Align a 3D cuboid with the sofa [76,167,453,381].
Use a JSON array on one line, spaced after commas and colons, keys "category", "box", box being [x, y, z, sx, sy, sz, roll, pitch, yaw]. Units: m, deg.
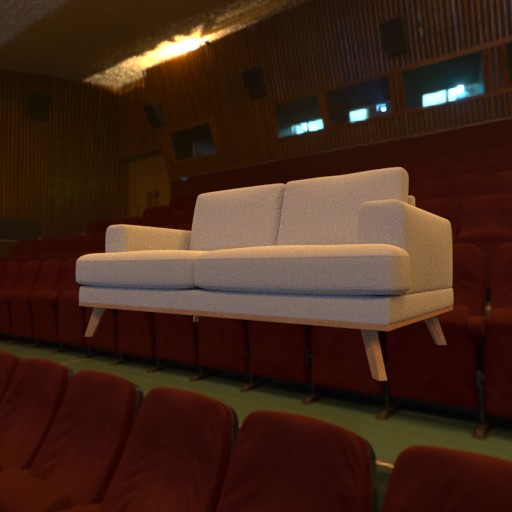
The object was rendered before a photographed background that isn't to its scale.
[{"category": "sofa", "box": [0.000, 0.000, 2.144, 1.651, 0.810, 0.915, -1, -2, 36]}]
